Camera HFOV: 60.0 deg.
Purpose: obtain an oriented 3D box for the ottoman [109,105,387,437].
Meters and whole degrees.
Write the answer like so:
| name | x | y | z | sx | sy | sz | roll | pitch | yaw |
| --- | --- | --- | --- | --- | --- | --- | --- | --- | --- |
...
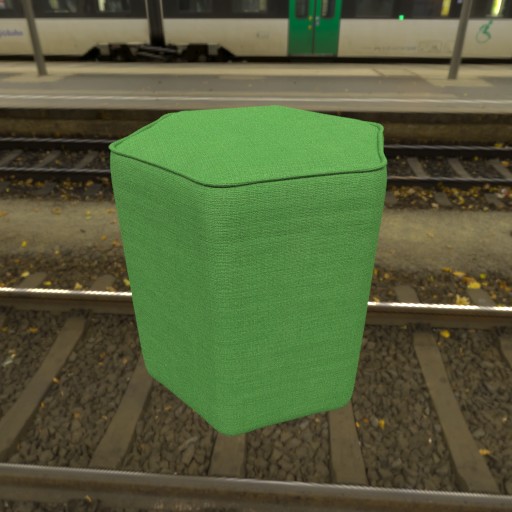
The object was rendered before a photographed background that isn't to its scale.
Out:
| name | x | y | z | sx | sy | sz | roll | pitch | yaw |
| --- | --- | --- | --- | --- | --- | --- | --- | --- | --- |
| ottoman | 0.000 | 0.000 | 0.888 | 0.499 | 0.507 | 0.444 | -9 | 31 | -15 |
